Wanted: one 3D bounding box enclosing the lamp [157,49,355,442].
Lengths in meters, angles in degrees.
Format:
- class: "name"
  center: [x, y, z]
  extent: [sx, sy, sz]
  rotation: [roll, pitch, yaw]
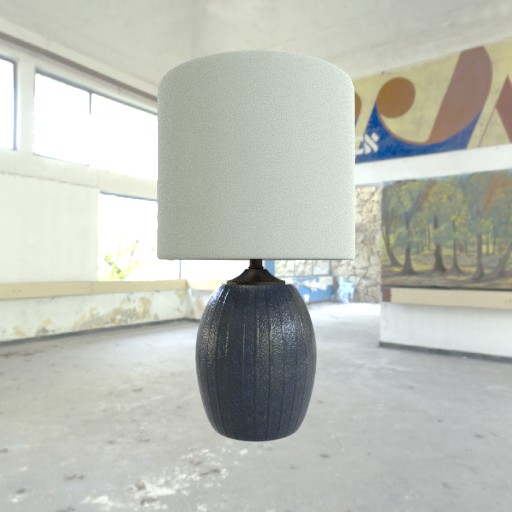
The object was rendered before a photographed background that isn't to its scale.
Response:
- class: "lamp"
  center: [0.000, 0.000, 0.752]
  extent: [0.329, 0.570, 0.329]
  rotation: [-1, -1, 38]
